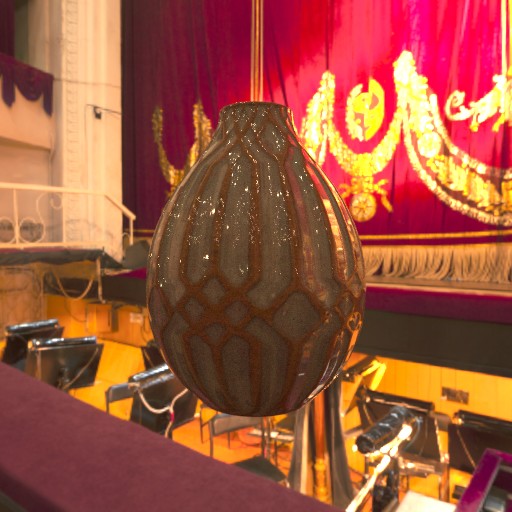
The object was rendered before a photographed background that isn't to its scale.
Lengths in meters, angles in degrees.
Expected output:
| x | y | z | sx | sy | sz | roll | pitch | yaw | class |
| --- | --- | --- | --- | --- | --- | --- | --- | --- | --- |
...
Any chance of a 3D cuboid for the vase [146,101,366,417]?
| x | y | z | sx | sy | sz | roll | pitch | yaw | class |
| --- | --- | --- | --- | --- | --- | --- | --- | --- | --- |
| 0.000 | 0.000 | 0.271 | 0.131 | 0.175 | 0.131 | 0 | 2 | 0 | vase |
